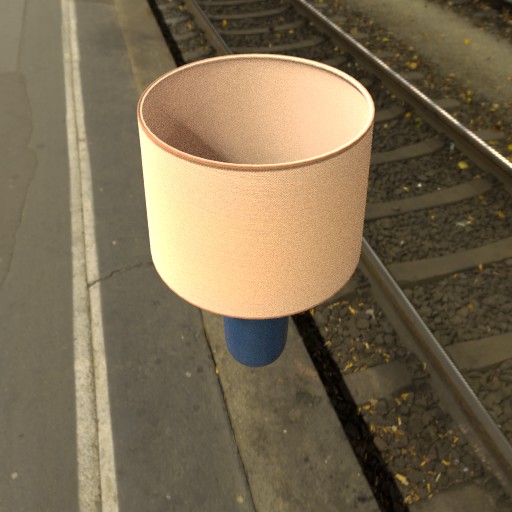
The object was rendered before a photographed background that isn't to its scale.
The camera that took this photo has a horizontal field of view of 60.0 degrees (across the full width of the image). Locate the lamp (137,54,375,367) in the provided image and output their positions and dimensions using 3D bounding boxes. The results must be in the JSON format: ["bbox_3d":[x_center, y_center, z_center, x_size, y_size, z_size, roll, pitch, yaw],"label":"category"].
[{"bbox_3d":[0.000,0.000,0.823,0.367,0.609,0.367,0,46,0],"label":"lamp"}]
